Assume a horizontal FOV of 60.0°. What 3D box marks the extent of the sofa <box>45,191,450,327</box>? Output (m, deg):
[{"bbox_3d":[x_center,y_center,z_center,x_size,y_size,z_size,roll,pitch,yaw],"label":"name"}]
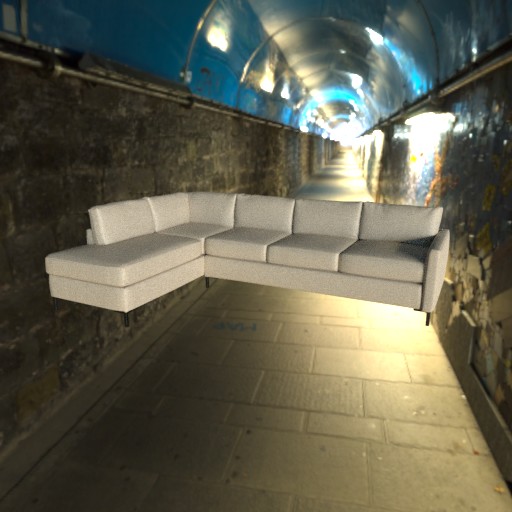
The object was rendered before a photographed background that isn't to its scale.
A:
[{"bbox_3d":[0.000,0.000,3.148,2.423,0.703,1.617,7,16,26],"label":"sofa"}]
